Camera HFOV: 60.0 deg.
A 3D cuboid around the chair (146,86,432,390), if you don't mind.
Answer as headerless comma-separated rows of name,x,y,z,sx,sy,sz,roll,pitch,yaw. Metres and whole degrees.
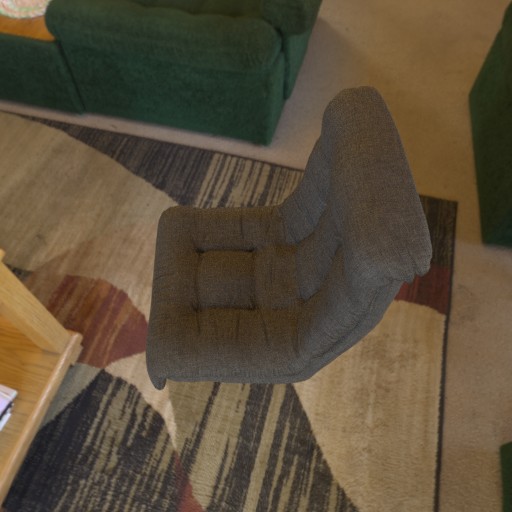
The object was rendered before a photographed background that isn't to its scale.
chair,0.000,0.000,1.251,0.668,0.749,0.597,-2,58,-2
